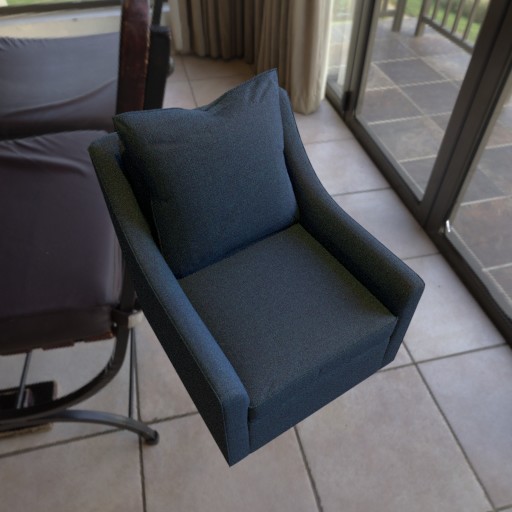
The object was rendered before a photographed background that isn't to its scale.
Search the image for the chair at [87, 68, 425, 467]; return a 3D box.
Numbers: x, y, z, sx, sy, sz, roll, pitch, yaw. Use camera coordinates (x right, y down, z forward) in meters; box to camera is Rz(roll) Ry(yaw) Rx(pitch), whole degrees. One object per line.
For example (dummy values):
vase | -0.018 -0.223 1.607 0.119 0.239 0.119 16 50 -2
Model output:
chair | 0.000 0.000 1.545 0.750 0.939 0.870 -25 52 -21
